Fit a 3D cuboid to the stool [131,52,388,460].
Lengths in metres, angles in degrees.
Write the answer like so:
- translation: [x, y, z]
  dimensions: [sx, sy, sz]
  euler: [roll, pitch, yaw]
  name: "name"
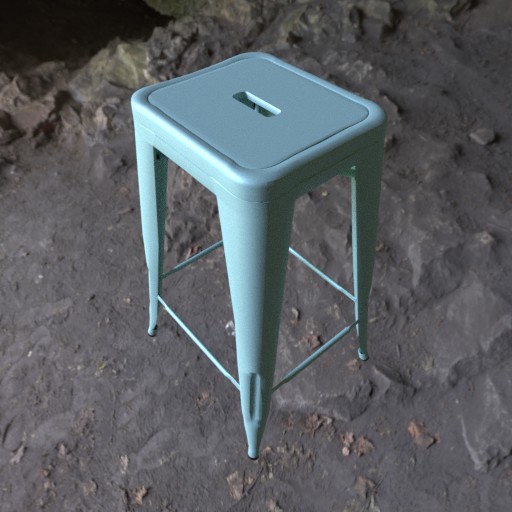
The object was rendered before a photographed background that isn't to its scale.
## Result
- translation: [0.000, 0.000, 0.825]
  dimensions: [0.359, 0.609, 0.399]
  euler: [-32, 54, -27]
  name: "stool"
